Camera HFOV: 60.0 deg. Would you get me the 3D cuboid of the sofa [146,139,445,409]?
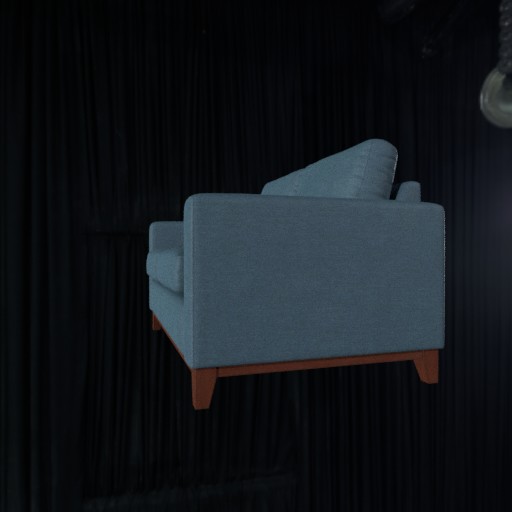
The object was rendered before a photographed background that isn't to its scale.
[{"bbox_3d":[0.000,0.000,2.139,0.955,0.903,1.489,0,1,-18],"label":"sofa"}]
